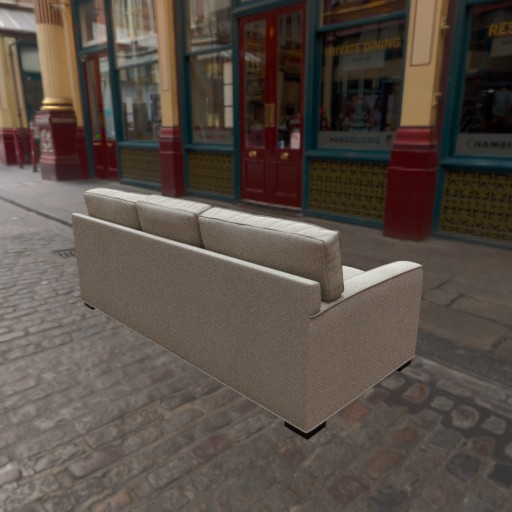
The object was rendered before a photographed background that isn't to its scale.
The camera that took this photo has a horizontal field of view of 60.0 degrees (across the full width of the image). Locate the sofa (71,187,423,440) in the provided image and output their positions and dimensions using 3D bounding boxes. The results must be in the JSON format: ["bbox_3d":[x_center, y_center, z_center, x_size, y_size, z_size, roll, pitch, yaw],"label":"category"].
[{"bbox_3d":[0.000,0.000,2.874,1.496,0.861,2.087,-15,21,-43],"label":"sofa"}]
